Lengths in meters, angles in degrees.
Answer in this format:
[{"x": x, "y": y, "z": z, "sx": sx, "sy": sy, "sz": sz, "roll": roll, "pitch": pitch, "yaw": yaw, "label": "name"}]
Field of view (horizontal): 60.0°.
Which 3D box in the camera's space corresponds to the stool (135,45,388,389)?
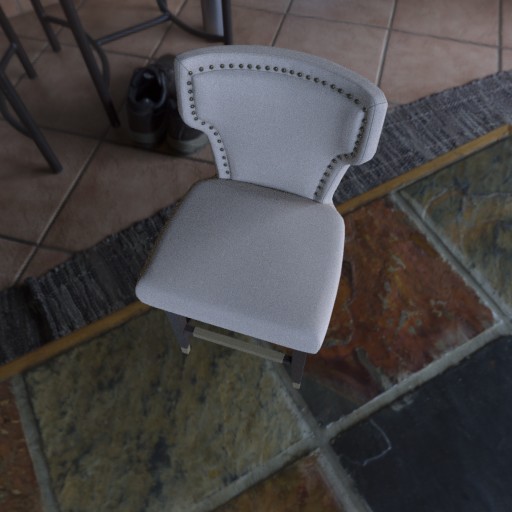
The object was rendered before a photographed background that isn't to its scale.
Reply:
[{"x": 0.000, "y": 0.000, "z": 1.391, "sx": 0.526, "sy": 1.092, "sz": 0.563, "roll": 15, "pitch": 61, "yaw": 9, "label": "stool"}]
